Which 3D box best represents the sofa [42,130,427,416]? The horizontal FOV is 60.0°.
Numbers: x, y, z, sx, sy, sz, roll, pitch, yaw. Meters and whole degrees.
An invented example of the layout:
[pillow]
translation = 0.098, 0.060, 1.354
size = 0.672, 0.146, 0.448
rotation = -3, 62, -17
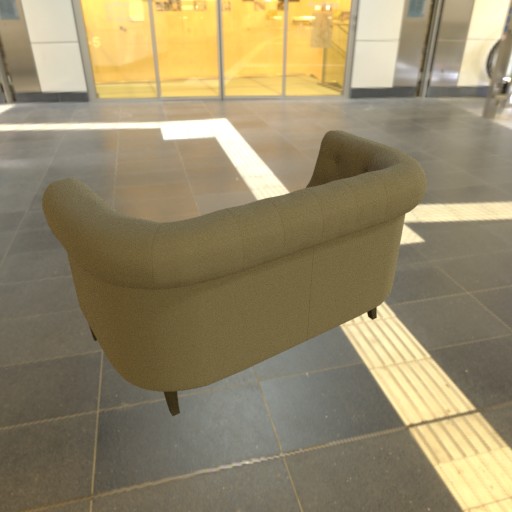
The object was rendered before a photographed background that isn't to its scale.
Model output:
[sofa]
translation = 0.000, 0.000, 1.977
size = 1.558, 0.827, 0.835
rotation = -18, 34, -29
